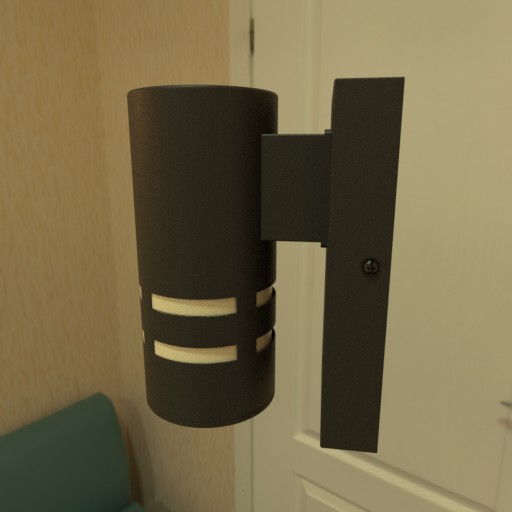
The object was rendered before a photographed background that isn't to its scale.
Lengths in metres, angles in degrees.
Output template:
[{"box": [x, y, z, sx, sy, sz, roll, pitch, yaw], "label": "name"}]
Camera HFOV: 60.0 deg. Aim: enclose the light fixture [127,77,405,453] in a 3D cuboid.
[{"box": [0.000, 0.000, 0.257, 0.138, 0.179, 0.098, 2, 14, 8], "label": "light fixture"}]
